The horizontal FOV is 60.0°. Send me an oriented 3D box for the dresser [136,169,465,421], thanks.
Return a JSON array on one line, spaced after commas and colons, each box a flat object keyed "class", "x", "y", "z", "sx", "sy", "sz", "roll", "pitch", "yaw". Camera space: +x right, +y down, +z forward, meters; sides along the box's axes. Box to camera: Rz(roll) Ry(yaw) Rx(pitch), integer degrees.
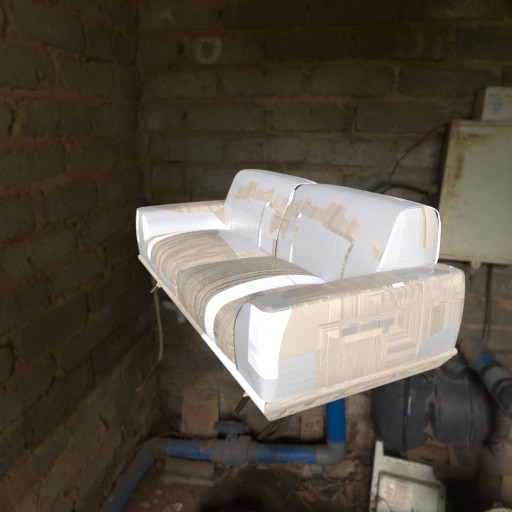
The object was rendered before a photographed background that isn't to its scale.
[{"class": "dresser", "x": 0.000, "y": 0.000, "z": 5.780, "sx": 2.251, "sy": 1.863, "sz": 4.679, "roll": -8, "pitch": 19, "yaw": -25}]
